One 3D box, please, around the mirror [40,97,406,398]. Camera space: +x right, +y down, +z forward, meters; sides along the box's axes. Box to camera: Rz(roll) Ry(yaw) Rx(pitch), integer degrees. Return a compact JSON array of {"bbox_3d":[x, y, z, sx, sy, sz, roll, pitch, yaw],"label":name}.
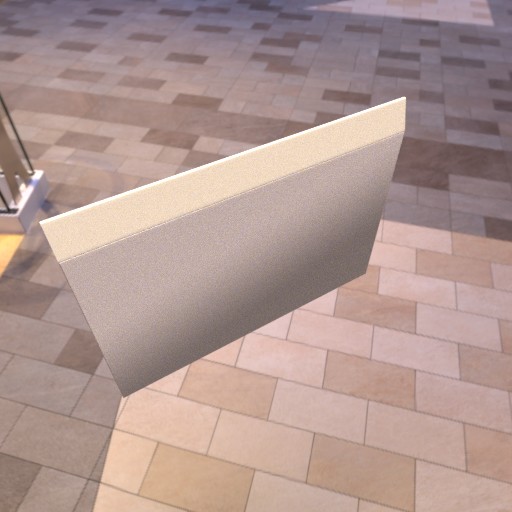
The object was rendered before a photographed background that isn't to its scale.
[{"bbox_3d":[0.000,0.000,1.151,0.870,0.630,0.030,-24,51,-21],"label":"mirror"}]
